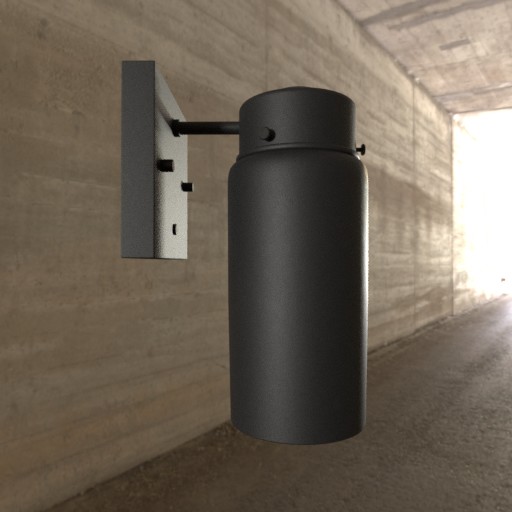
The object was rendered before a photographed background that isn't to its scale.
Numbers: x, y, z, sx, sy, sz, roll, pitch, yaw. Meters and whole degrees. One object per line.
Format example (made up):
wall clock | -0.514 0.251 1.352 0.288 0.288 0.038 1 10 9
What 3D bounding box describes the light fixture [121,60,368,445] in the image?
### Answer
light fixture | 0.000 0.000 0.353 0.176 0.257 0.130 0 -1 1
